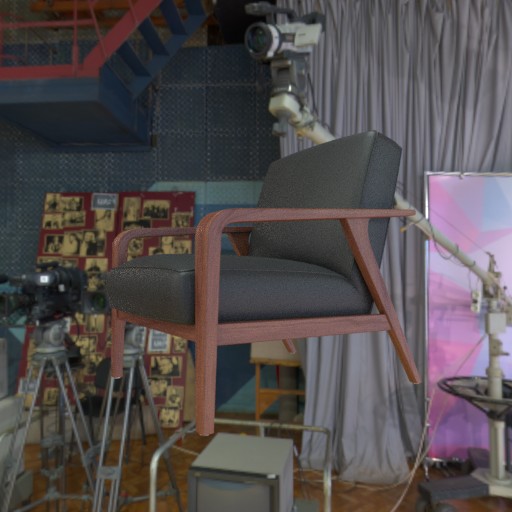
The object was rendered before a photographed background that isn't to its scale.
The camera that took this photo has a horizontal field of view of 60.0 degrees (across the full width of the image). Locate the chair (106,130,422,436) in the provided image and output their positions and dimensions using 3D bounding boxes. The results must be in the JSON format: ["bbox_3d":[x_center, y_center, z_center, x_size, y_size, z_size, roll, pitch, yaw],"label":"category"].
[{"bbox_3d":[0.000,0.000,1.533,0.889,0.861,0.719,1,-2,-35],"label":"chair"}]
